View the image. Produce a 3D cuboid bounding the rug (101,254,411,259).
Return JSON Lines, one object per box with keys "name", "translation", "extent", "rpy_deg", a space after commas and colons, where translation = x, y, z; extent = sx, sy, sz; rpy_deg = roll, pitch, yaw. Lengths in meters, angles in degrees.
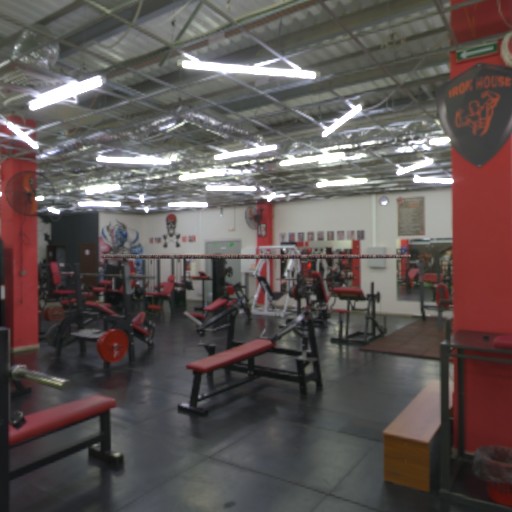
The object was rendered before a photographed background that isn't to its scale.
{"name": "rug", "translation": [0.000, 0.000, 2.295], "extent": [1.514, 0.015, 1.514], "rpy_deg": [0, 0, 0]}
